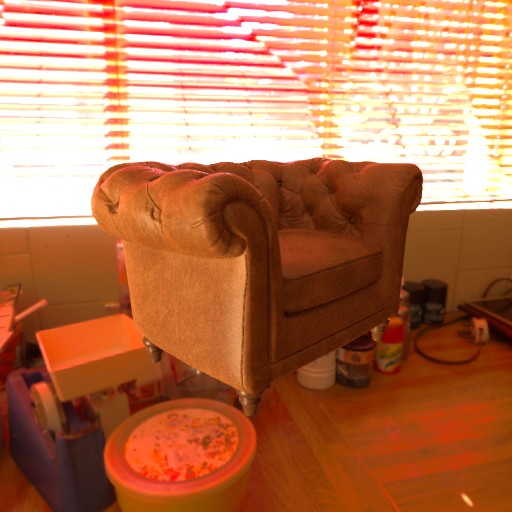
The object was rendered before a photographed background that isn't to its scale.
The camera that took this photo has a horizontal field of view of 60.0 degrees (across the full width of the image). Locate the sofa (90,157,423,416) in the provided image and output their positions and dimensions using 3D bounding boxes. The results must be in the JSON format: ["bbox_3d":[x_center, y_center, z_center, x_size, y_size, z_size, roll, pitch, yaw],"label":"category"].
[{"bbox_3d":[0.000,0.000,2.077,1.405,0.878,1.033,-14,20,-43],"label":"sofa"}]
